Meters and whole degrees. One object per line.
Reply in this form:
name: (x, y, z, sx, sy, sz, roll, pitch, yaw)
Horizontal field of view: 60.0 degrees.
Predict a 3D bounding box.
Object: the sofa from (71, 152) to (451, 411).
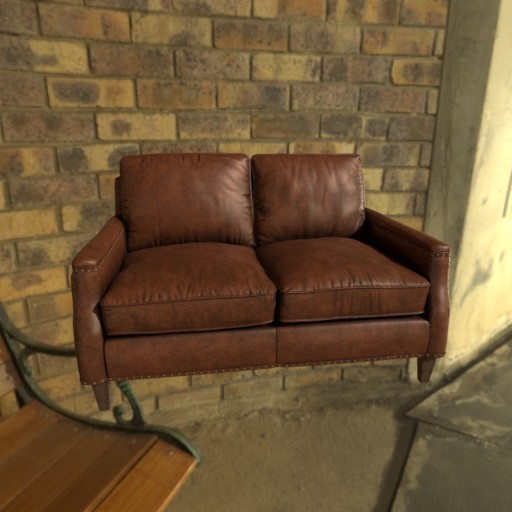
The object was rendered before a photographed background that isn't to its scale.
sofa: (0.000, 0.000, 2.284, 1.628, 1.003, 1.083, -2, 17, -8)
